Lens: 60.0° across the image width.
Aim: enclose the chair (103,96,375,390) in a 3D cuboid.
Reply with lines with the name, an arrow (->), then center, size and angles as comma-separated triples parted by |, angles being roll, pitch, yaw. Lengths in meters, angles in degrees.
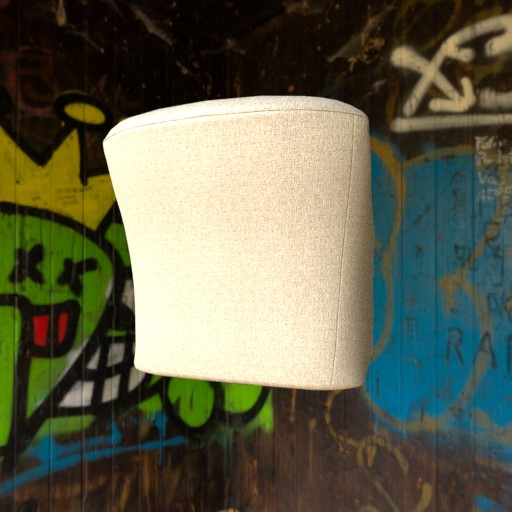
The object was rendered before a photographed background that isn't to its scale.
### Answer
chair -> 0.000, 0.000, 1.631 | 0.864, 0.856, 0.923 | 0, -1, 19
